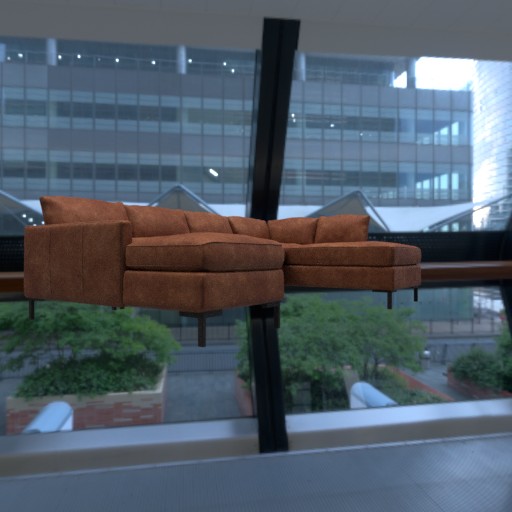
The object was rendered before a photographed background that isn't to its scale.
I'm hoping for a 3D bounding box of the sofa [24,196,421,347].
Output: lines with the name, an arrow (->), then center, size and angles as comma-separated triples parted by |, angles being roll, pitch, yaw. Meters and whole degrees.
sofa -> 0.000, 0.000, 3.746 | 1.939, 0.900, 2.956 | 0, 0, 36
